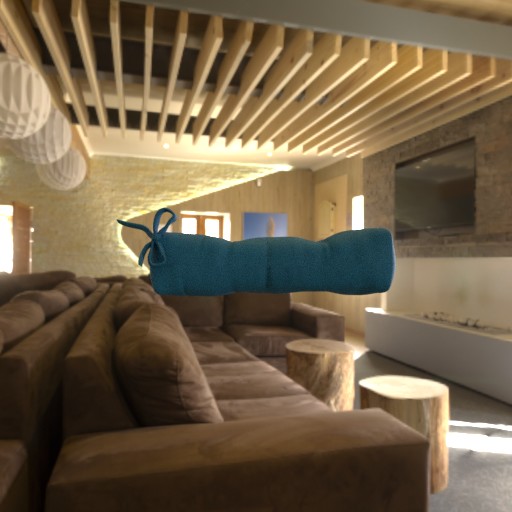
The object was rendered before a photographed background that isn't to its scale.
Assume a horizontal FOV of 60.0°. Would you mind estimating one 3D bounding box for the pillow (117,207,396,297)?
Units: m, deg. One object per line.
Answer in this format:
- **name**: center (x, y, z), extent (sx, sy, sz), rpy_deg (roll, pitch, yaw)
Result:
- **pillow**: center (0.000, 0.000, 1.342), extent (0.511, 0.174, 1.194), rpy_deg (0, 0, 0)
